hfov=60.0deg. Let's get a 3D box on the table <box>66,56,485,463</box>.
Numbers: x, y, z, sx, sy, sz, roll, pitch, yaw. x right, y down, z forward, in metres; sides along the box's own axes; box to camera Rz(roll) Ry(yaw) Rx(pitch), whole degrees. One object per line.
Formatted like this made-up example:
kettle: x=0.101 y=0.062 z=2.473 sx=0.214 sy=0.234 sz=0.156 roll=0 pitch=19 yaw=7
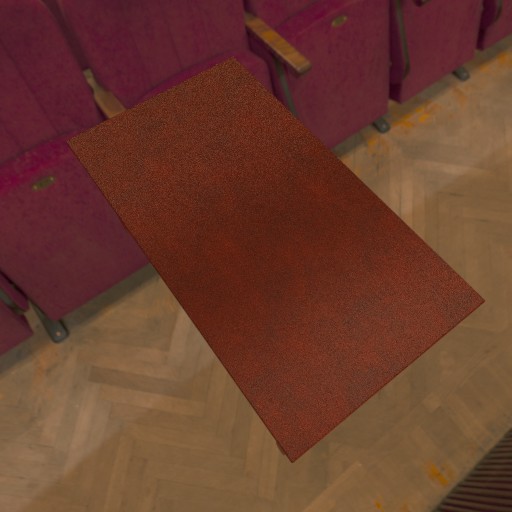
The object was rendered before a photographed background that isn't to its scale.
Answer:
table: x=0.000 y=0.000 z=1.253 sx=0.533 sy=0.456 sz=0.943 roll=-34 pitch=68 yaw=-15
